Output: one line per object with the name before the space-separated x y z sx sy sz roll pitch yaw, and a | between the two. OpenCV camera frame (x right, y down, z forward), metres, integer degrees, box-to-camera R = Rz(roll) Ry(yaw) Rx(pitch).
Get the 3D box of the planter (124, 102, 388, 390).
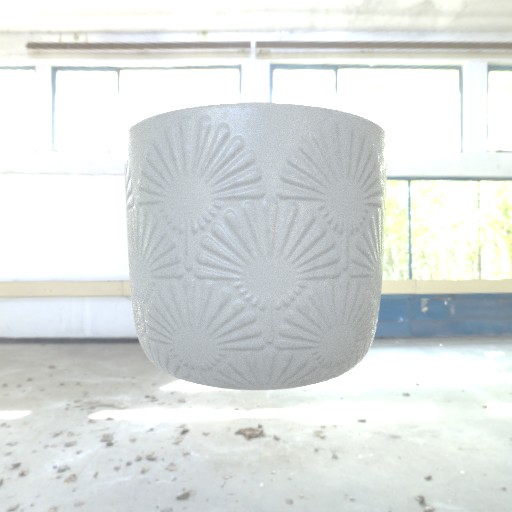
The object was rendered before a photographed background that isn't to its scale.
planter | 0.000 0.000 0.217 0.124 0.109 0.124 0 0 0
